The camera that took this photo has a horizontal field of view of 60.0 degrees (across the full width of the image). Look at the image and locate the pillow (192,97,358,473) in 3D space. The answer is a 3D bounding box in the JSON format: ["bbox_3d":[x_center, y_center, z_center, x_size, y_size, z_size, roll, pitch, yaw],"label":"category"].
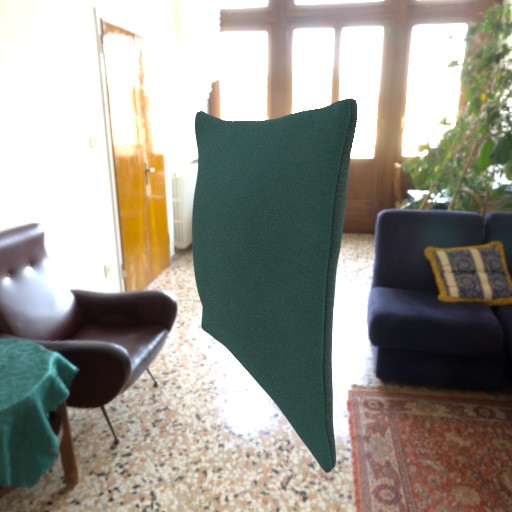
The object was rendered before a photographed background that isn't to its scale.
[{"bbox_3d":[0.000,0.000,0.646,0.151,0.415,0.433,-8,18,-25],"label":"pillow"}]
